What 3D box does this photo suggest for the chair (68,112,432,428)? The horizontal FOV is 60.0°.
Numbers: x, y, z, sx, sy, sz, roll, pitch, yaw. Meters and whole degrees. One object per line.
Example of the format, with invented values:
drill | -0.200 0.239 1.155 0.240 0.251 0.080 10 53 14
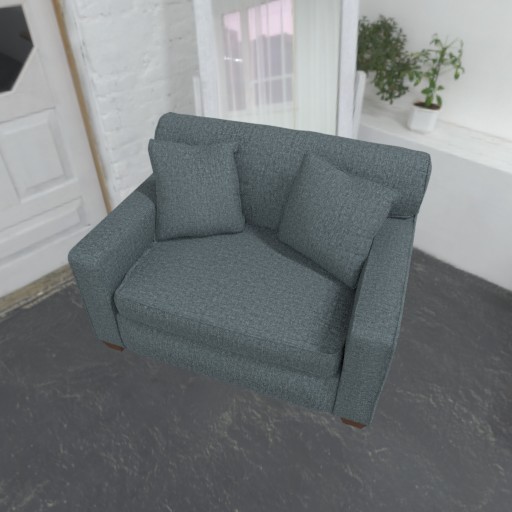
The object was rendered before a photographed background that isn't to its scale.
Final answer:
chair | 0.000 0.000 2.123 1.383 0.948 1.000 13 42 15
